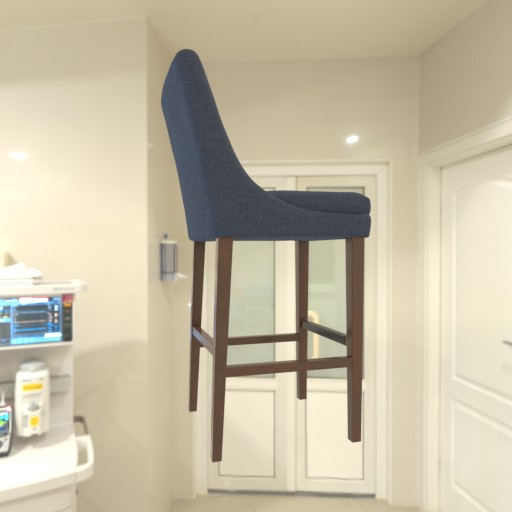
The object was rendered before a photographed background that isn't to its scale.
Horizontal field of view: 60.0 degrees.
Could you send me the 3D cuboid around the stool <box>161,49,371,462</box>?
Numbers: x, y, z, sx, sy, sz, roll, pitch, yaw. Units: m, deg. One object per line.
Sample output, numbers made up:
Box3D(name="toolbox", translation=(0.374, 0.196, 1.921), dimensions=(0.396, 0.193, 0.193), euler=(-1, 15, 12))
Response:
Box3D(name="stool", translation=(0.000, 0.000, 1.407), dimensions=(0.577, 1.078, 0.470), euler=(0, 1, -17))
